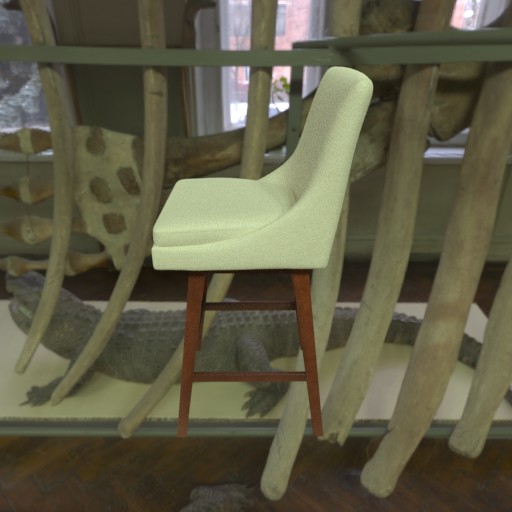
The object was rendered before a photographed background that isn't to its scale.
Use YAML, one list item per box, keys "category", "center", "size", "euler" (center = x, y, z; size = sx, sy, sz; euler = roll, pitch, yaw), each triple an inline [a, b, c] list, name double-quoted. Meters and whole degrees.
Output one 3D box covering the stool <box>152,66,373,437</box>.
- category: "stool"
  center: [0.000, 0.000, 1.413]
  size: [0.559, 1.097, 0.470]
  euler: [0, 27, 0]
